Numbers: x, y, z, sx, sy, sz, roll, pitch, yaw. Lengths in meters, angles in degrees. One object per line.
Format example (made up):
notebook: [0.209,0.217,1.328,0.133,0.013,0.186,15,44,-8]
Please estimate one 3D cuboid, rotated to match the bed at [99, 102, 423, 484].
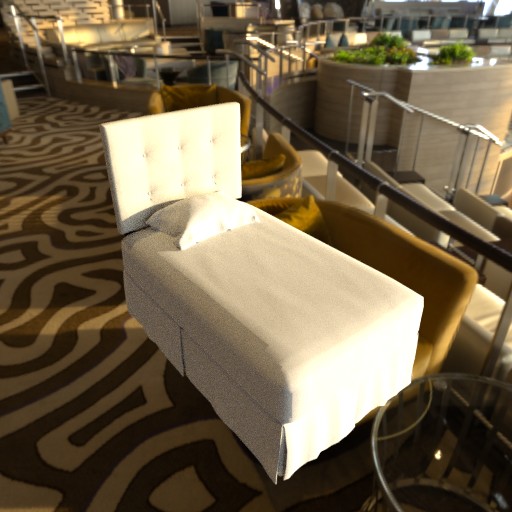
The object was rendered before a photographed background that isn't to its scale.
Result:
bed: [0.000,0.000,3.004,1.261,1.571,1.997,-22,37,-32]
